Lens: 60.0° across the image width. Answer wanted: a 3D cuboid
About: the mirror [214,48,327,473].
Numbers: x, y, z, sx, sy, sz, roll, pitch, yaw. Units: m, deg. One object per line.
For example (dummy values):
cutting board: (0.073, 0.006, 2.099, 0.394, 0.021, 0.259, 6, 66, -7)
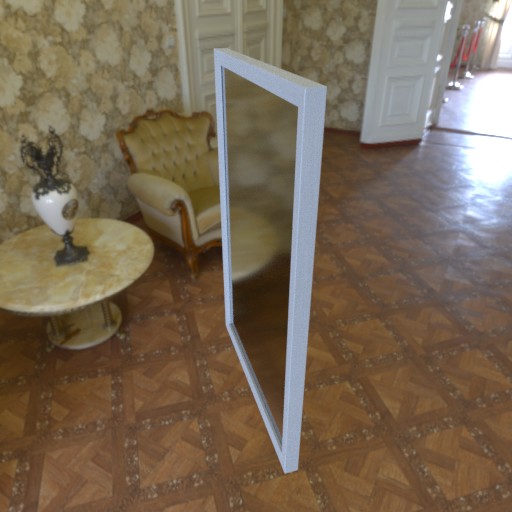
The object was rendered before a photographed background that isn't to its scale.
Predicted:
mirror: (0.000, 0.000, 1.134, 0.040, 0.915, 0.609, -9, 31, -15)
